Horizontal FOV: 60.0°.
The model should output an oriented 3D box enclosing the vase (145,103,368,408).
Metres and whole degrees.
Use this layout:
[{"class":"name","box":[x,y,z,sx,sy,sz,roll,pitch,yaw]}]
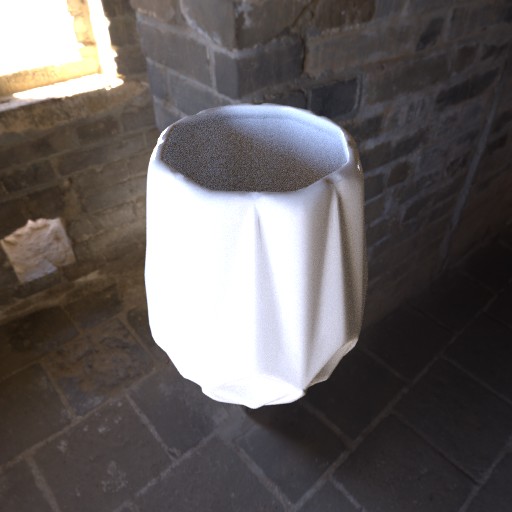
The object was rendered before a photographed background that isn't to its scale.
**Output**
[{"class":"vase","box":[0.000,0.000,0.270,0.141,0.152,0.141,0,41,0]}]
